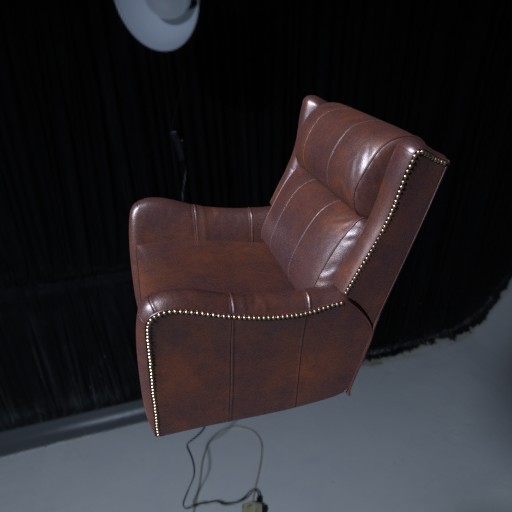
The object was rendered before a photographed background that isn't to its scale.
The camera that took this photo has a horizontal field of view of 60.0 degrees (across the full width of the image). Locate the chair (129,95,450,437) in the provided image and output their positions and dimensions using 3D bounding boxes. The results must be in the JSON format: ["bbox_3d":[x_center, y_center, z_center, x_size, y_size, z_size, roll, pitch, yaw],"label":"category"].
[{"bbox_3d":[0.000,0.000,1.794,1.008,1.084,0.869,-8,30,-14],"label":"chair"}]
